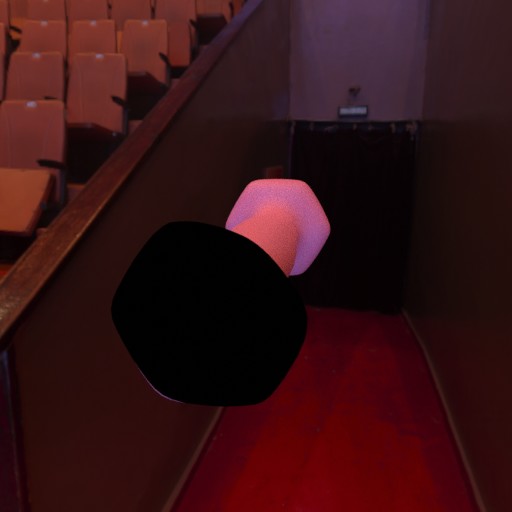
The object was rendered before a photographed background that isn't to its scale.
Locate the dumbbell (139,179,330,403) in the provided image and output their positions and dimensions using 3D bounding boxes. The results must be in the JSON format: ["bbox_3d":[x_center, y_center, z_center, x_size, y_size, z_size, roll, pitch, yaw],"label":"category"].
[{"bbox_3d":[0.000,0.000,0.148,0.047,0.043,0.123,3,14,10],"label":"dumbbell"}]
